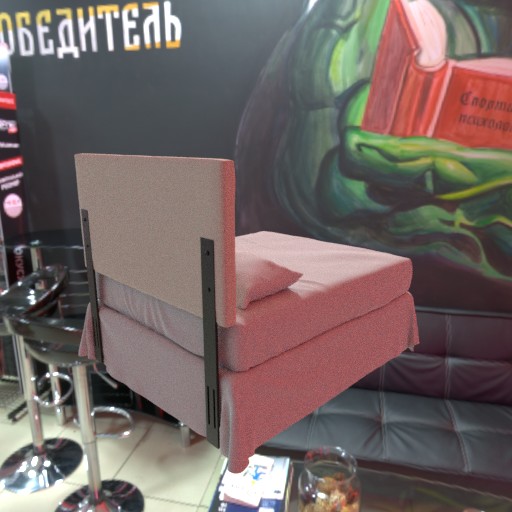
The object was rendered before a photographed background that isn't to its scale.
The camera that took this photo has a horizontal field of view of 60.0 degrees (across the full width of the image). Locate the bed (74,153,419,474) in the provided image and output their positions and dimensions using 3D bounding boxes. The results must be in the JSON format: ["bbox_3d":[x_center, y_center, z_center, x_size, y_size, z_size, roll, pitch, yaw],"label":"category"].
[{"bbox_3d":[0.000,0.000,3.475,2.222,1.577,1.936,-14,20,-43],"label":"bed"}]
